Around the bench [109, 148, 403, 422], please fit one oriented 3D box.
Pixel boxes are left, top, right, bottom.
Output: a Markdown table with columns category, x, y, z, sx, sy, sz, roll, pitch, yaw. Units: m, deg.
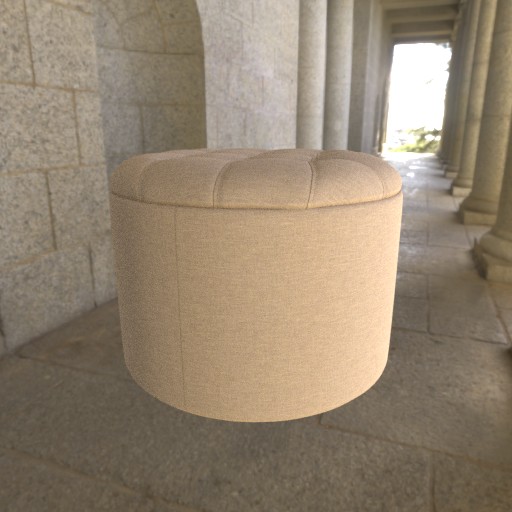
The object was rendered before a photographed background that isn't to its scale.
| category | x | y | z | sx | sy | sz | roll | pitch | yaw |
| --- | --- | --- | --- | --- | --- | --- | --- | --- | --- |
| bench | 0.000 | 0.000 | 0.987 | 0.600 | 0.454 | 0.600 | 0 | 16 | 0 |
